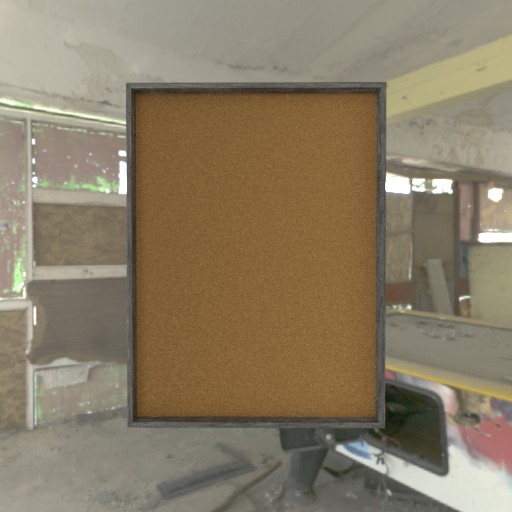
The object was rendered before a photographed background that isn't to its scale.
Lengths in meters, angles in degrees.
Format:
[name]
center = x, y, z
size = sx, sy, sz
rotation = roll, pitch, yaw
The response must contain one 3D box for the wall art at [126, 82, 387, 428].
[wall art]
center = 0.000, 0.000, 1.334
size = 0.762, 1.016, 0.063
rotation = 0, 1, 0
